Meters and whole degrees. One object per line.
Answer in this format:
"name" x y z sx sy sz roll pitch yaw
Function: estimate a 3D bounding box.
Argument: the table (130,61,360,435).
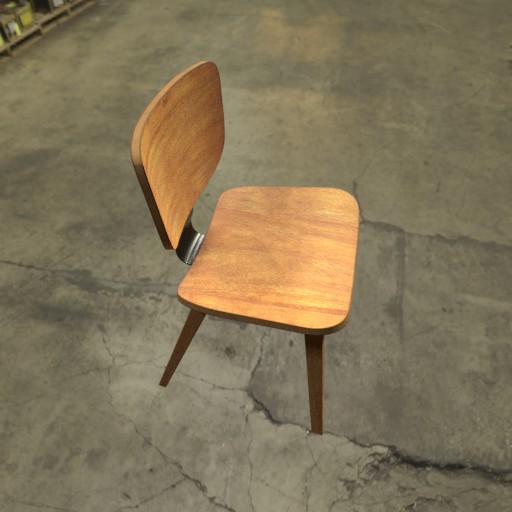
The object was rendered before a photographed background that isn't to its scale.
"table" 0.000 0.000 1.132 0.500 0.805 0.499 9 47 9
